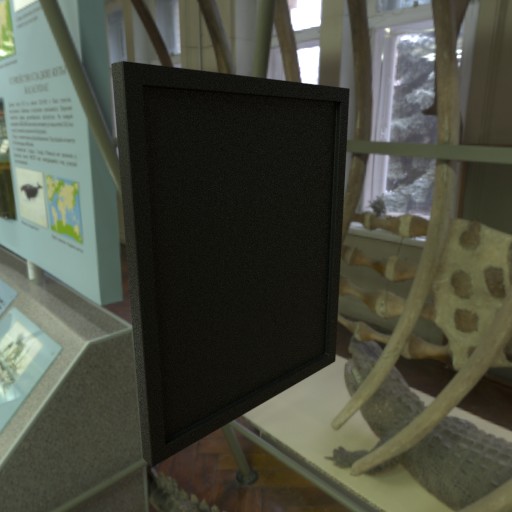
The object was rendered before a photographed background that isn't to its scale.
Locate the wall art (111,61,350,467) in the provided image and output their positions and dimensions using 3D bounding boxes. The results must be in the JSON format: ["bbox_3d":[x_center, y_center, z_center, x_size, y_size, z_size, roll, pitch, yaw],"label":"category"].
[{"bbox_3d":[0.000,0.000,0.747,0.457,0.559,0.028,-14,21,-42],"label":"wall art"}]
